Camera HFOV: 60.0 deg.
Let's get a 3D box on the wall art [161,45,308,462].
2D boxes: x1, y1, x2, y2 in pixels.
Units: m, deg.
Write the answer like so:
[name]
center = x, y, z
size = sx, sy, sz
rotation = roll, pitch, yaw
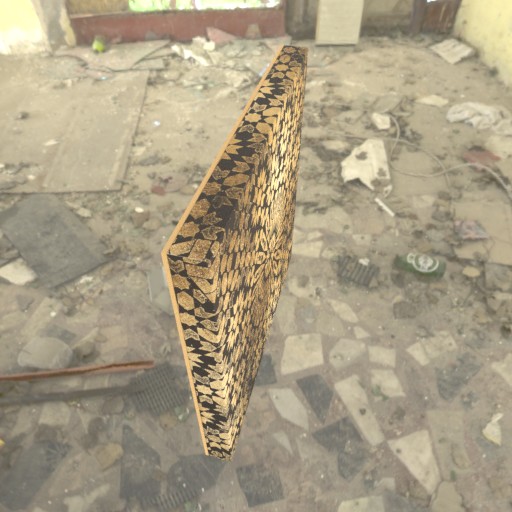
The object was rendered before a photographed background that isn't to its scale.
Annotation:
[wall art]
center = 0.000, 0.000, 0.605
size = 0.038, 0.405, 0.405
rotation = 11, 47, 10
